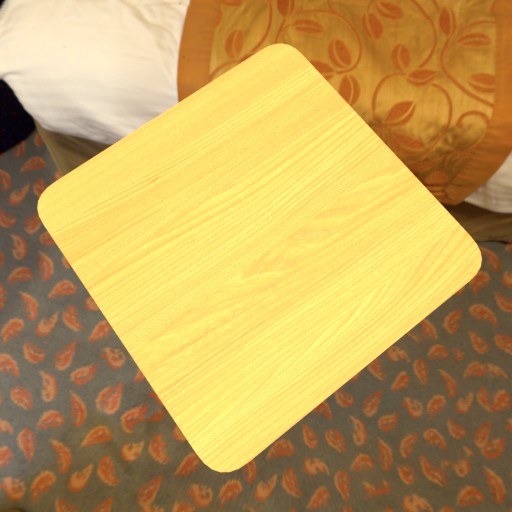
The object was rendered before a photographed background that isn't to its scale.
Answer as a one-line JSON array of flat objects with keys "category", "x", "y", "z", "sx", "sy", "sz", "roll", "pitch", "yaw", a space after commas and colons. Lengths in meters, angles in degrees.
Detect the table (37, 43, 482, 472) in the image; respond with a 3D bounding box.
[{"category": "table", "x": 0.000, "y": 0.000, "z": 1.214, "sx": 0.750, "sy": 0.450, "sz": 0.750, "roll": -36, "pitch": 78, "yaw": -9}]
